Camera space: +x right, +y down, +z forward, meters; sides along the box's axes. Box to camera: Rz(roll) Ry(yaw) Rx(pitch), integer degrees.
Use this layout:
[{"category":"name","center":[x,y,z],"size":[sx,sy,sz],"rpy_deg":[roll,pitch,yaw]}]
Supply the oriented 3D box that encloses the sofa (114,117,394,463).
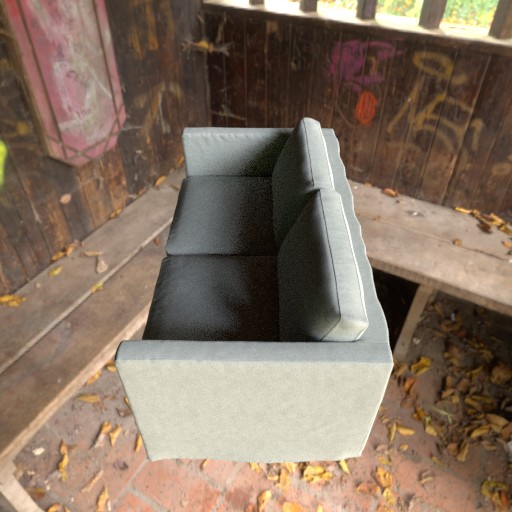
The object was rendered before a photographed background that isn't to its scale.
[{"category":"sofa","center":[0.000,0.000,2.255],"size":[0.944,0.830,1.727],"rpy_deg":[0,42,1]}]
